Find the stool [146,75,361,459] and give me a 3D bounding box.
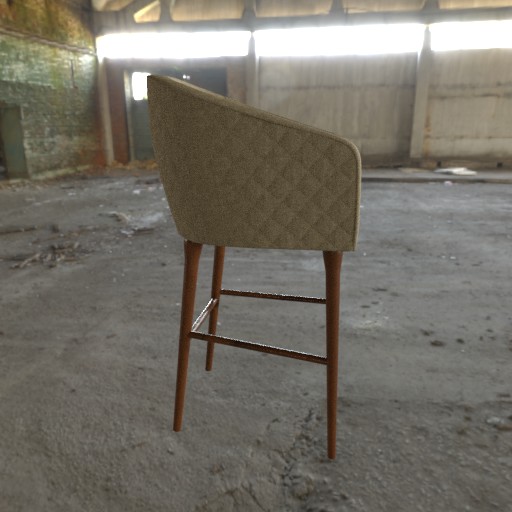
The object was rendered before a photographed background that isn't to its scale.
[{"bbox_3d":[0.000,0.000,1.415,0.607,1.078,0.559,3,16,9],"label":"stool"}]
